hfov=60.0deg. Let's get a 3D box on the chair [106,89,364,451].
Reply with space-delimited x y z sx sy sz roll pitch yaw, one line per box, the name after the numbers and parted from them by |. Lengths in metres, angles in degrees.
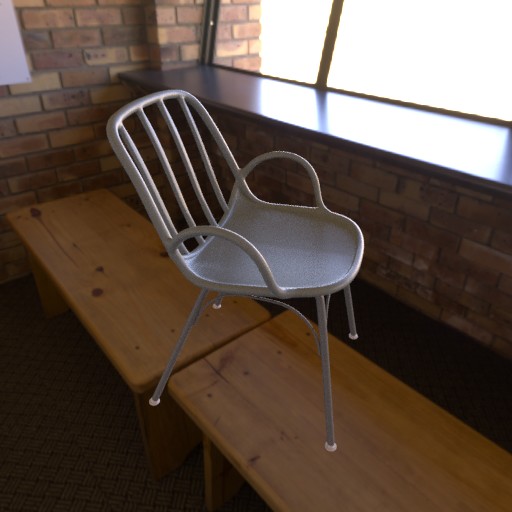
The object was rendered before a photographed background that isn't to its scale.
0.000 0.000 1.231 0.597 0.816 0.549 10 32 15 | chair
